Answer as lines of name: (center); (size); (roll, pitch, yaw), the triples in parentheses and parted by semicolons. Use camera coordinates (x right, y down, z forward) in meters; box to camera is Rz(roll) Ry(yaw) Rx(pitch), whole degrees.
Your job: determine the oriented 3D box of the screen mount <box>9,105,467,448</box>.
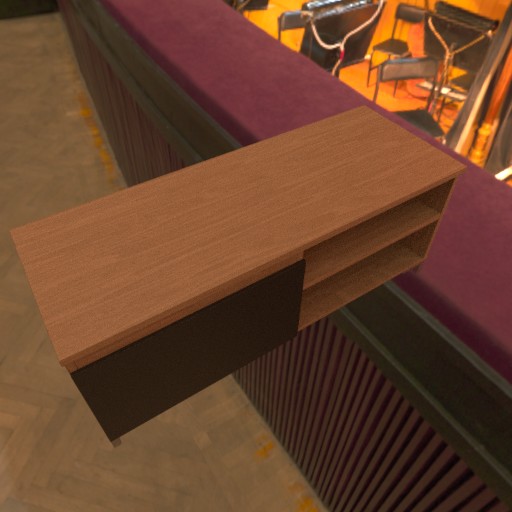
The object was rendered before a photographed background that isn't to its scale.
screen mount: (0.000, 0.000, 1.253); (1.084, 0.432, 0.406); (-25, 51, -22)
